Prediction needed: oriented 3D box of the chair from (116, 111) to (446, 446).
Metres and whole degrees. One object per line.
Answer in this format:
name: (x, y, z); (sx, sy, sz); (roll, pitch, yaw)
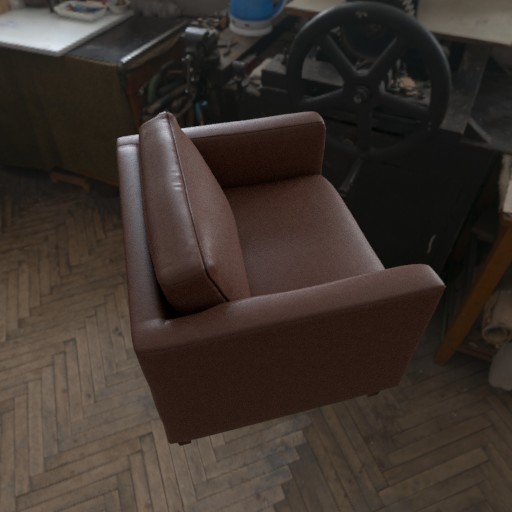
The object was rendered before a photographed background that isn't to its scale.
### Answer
chair: (0.000, 0.000, 1.800); (0.959, 0.917, 1.107); (-11, 48, -10)
